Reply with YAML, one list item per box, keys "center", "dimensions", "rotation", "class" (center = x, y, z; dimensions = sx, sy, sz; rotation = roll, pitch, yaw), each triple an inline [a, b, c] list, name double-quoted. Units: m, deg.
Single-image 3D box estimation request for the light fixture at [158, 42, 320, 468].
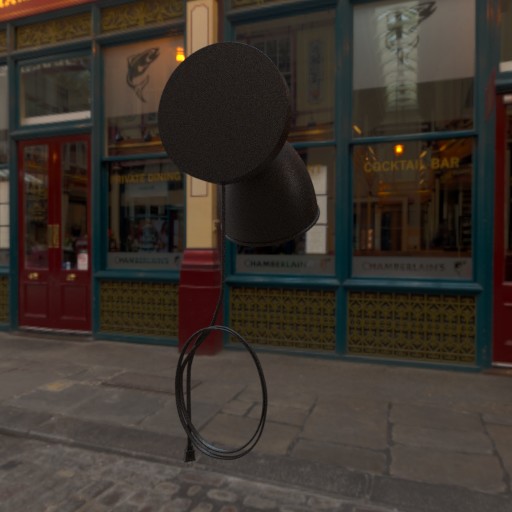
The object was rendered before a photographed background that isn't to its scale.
- center: [0.000, 0.000, 0.494]
  dimensions: [0.127, 0.401, 0.203]
  rotation: [0, 0, 19]
  class: "light fixture"
